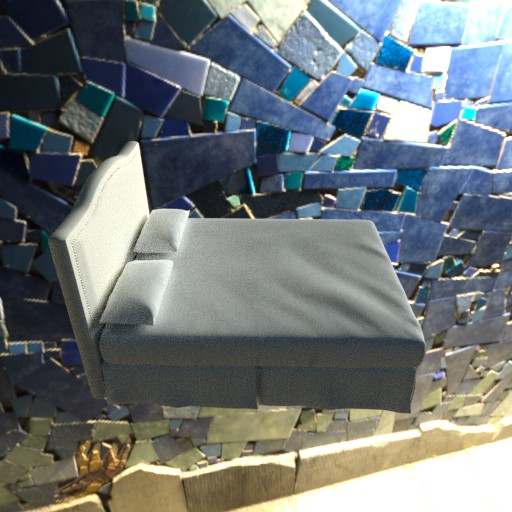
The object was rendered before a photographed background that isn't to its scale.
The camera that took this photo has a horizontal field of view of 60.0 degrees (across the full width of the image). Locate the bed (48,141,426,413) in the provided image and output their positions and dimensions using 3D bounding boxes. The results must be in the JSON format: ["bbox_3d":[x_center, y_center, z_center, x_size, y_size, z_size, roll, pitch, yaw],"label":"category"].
[{"bbox_3d":[0.000,0.000,3.479,2.282,1.436,1.821,1,33,1],"label":"bed"}]
